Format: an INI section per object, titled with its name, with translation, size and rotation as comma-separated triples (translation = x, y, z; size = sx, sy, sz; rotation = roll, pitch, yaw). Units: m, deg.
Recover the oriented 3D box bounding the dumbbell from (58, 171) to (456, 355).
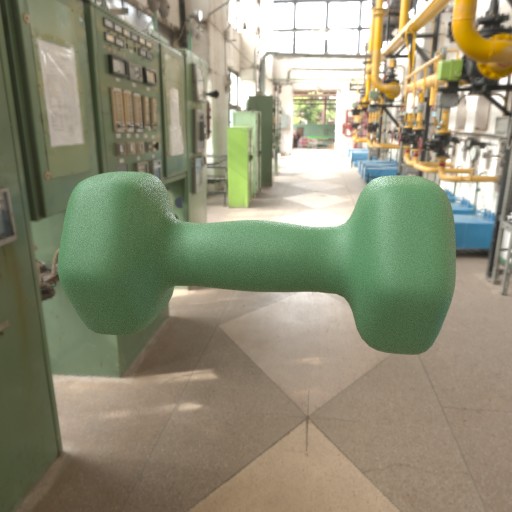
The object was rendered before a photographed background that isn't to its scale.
[dumbbell]
translation = 0.000, 0.000, 0.316
size = 0.257, 0.114, 0.126
rotation = 2, 17, 8
